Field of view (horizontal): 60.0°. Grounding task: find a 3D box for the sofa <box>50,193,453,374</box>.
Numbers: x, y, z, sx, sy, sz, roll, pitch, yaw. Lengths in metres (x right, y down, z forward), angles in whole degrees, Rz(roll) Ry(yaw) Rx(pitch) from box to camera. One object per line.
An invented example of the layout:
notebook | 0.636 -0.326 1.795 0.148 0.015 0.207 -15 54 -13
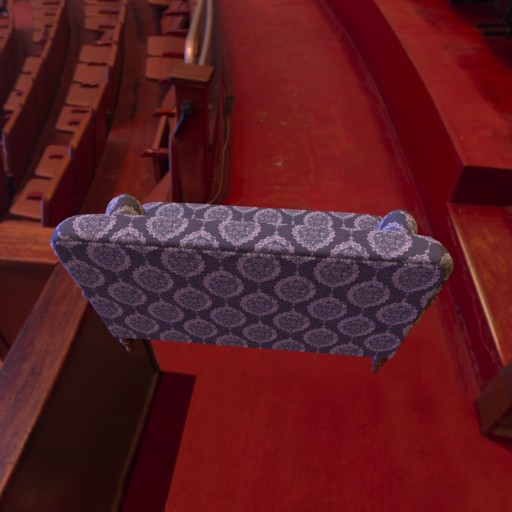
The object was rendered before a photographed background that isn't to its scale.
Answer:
sofa | 0.000 0.000 1.824 1.297 0.867 0.779 4 46 4
